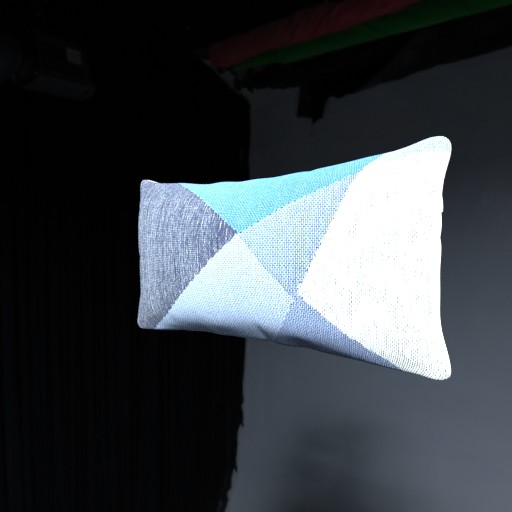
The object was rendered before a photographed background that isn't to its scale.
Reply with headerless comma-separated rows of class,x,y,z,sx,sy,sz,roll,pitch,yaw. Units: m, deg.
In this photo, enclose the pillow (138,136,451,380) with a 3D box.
pillow,0.000,0.000,0.730,0.604,0.307,0.148,1,2,37
